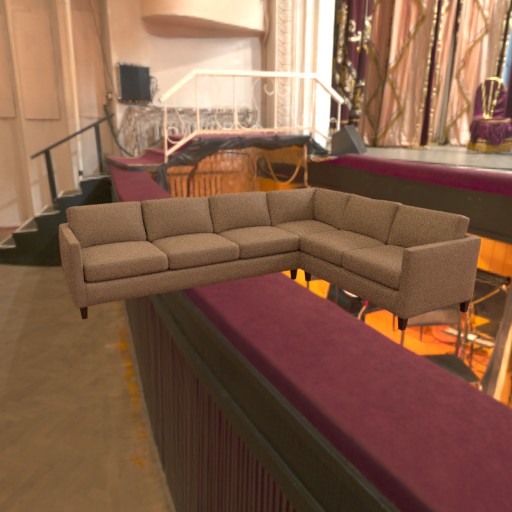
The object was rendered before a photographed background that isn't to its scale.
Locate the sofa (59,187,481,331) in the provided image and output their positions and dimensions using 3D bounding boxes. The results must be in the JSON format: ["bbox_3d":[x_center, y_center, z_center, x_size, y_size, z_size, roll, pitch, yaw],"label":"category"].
[{"bbox_3d":[0.000,0.000,4.331,3.333,0.934,2.522,-9,18,-27],"label":"sofa"}]
